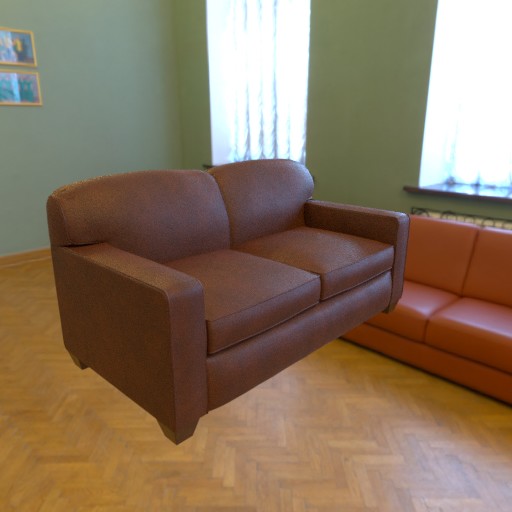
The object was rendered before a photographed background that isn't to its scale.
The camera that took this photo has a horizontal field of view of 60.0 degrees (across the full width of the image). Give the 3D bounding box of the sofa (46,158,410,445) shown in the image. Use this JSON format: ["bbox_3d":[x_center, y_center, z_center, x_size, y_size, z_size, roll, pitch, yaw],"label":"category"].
[{"bbox_3d":[0.000,0.000,2.471,1.000,0.966,1.856,15,23,41],"label":"sofa"}]
